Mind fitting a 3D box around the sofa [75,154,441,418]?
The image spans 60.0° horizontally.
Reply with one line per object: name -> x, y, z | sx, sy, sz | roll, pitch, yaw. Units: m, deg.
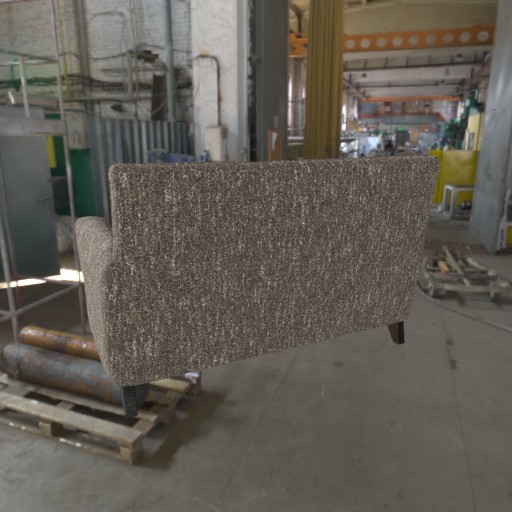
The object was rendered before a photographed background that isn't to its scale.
sofa -> 0.000, 0.000, 2.108 | 1.519, 0.946, 0.801 | -7, 17, -26
